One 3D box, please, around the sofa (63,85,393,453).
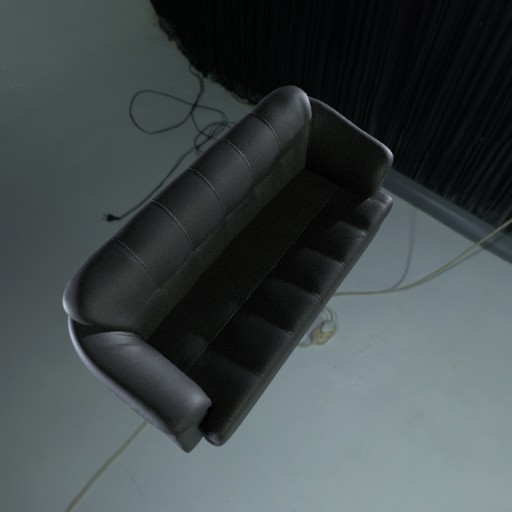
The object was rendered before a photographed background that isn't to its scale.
[{"bbox_3d":[0.000,0.000,2.236,0.800,0.811,1.829,32,63,18],"label":"sofa"}]
